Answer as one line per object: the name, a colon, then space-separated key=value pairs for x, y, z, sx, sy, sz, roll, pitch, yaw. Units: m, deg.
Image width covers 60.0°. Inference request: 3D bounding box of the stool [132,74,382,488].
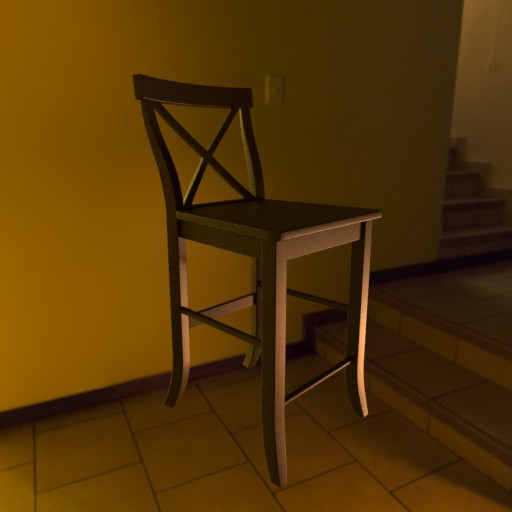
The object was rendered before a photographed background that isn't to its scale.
stool: x=0.000 y=0.000 z=1.288 sx=0.559 sy=0.989 sz=0.452 roll=13 pitch=19 yaw=42
